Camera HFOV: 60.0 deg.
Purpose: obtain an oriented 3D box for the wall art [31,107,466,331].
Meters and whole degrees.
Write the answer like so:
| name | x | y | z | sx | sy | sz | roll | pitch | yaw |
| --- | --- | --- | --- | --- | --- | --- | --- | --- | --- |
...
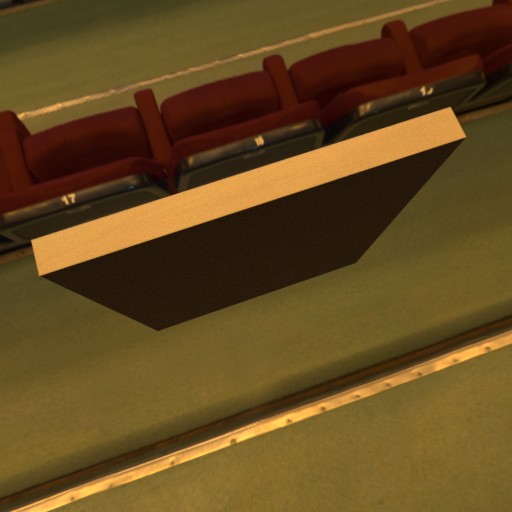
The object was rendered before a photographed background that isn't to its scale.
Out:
| name | x | y | z | sx | sy | sz | roll | pitch | yaw |
| --- | --- | --- | --- | --- | --- | --- | --- | --- | --- |
| wall art | 0.000 | 0.000 | 0.677 | 0.435 | 0.511 | 0.037 | -19 | 76 | -5 |
